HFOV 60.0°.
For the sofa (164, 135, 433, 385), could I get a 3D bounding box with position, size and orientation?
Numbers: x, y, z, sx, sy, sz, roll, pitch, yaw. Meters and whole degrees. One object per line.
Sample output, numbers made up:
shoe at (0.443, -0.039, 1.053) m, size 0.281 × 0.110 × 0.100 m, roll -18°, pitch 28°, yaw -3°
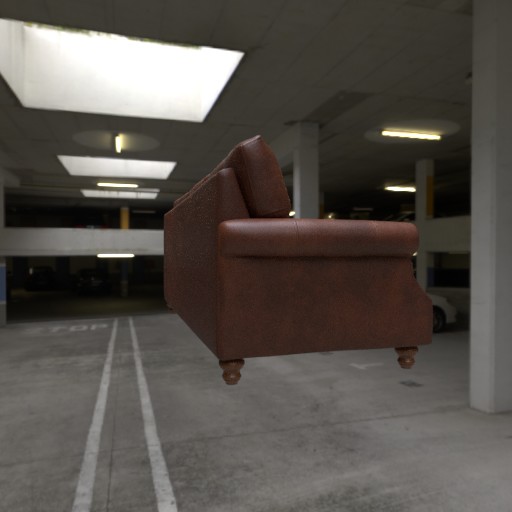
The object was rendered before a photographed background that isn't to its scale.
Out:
sofa at (0.000, 0.000, 2.820) m, size 0.973 × 0.977 × 2.351 m, roll 0°, pitch 1°, yaw -17°
